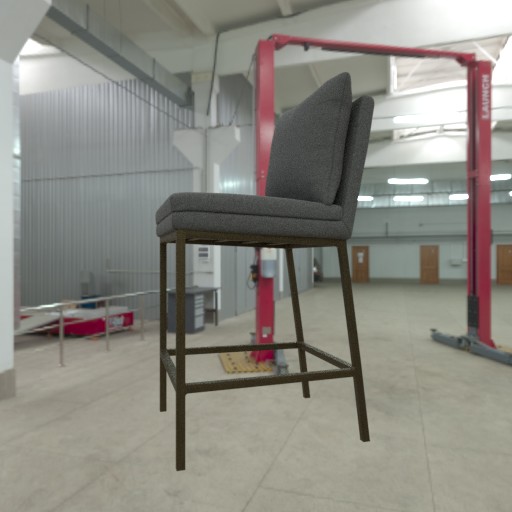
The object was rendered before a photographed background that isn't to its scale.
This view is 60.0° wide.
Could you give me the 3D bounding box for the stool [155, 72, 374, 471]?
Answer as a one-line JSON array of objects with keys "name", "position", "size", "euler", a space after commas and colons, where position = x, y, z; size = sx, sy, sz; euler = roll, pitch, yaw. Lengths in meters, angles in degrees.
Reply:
[{"name": "stool", "position": [0.000, 0.000, 1.352], "size": [0.569, 1.030, 0.463], "euler": [0, 0, -17]}]
